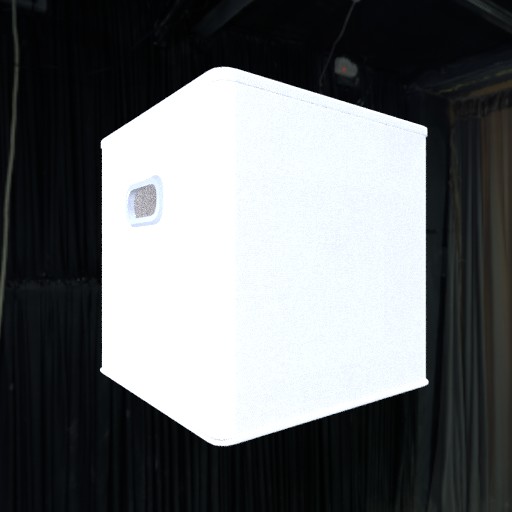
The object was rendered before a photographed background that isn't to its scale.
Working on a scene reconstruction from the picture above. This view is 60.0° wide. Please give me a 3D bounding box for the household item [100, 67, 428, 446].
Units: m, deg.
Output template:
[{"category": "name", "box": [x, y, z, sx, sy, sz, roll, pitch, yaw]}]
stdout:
[{"category": "household item", "box": [0.000, 0.000, 0.561, 0.305, 0.305, 0.305, 0, 0, -37]}]
